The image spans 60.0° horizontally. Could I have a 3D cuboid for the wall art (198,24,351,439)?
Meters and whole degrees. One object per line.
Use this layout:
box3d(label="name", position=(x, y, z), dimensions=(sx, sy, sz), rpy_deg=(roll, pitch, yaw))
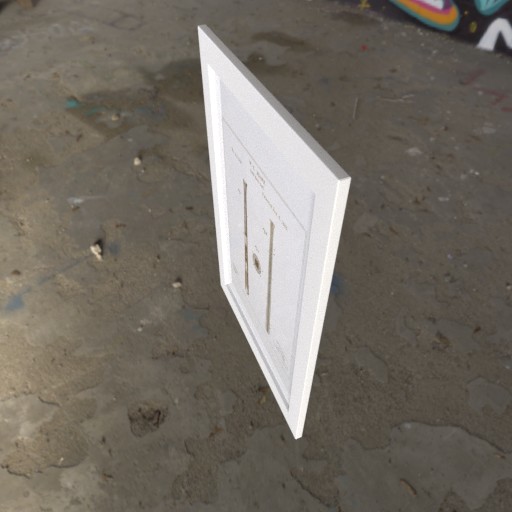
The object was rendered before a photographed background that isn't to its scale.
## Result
box3d(label="wall art", position=(0.000, 0.000, 0.599), dimensions=(0.011, 0.482, 0.329), rpy_deg=(-17, 49, -16))
